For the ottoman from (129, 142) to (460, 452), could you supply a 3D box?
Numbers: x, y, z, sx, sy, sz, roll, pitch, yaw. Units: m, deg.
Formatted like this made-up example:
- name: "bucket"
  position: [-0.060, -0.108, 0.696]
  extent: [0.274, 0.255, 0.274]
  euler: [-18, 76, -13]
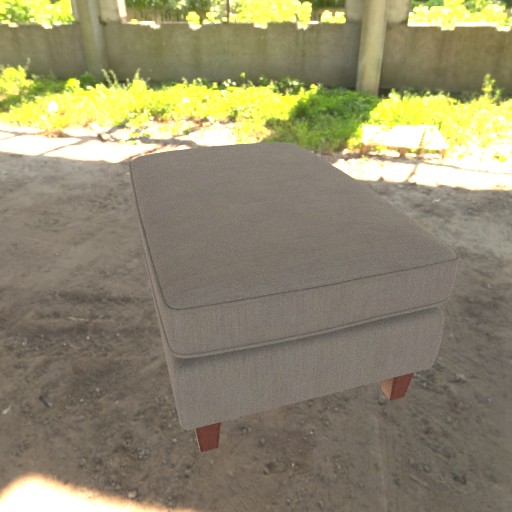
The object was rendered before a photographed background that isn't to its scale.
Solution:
- name: "ottoman"
  position: [0.000, 0.000, 1.300]
  extent: [0.636, 0.480, 0.941]
  euler: [-9, 30, -16]
